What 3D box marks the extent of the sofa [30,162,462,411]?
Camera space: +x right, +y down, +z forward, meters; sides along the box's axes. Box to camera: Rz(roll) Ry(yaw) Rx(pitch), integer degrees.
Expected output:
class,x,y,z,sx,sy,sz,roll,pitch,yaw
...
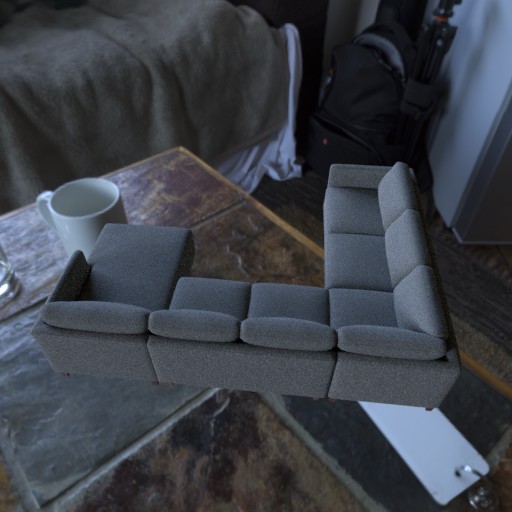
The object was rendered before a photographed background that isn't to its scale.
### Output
class,x,y,z,sx,sy,sz,roll,pitch,yaw
sofa,0.000,0.000,4.299,3.238,0.853,2.551,4,46,4
